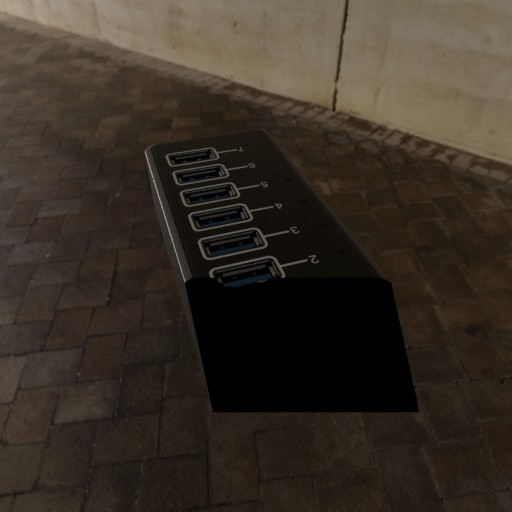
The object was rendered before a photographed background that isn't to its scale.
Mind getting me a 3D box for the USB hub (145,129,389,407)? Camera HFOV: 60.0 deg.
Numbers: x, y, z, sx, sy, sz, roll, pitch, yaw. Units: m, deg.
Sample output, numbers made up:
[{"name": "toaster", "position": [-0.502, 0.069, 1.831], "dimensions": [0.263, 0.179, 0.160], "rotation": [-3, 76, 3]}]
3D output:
[{"name": "USB hub", "position": [0.000, 0.000, 0.123], "dimensions": [0.044, 0.023, 0.110], "rotation": [-12, 42, -14]}]
